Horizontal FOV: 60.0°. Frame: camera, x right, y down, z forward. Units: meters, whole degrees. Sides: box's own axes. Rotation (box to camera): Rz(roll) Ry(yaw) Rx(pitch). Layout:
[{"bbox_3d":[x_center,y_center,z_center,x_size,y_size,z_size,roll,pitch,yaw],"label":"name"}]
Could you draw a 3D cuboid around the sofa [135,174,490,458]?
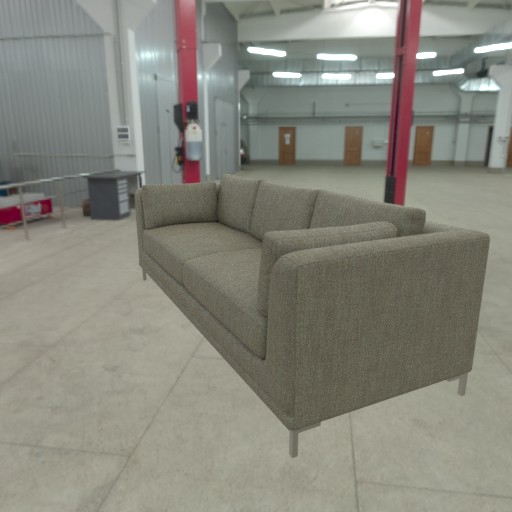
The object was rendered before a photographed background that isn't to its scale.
[{"bbox_3d":[0.000,0.000,2.742,0.969,0.867,2.415,-7,17,-26],"label":"sofa"}]
